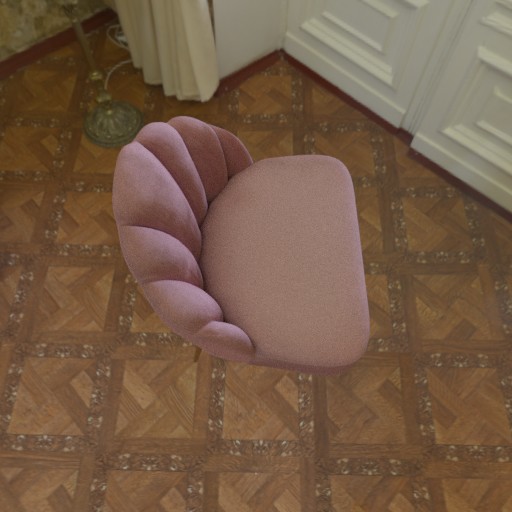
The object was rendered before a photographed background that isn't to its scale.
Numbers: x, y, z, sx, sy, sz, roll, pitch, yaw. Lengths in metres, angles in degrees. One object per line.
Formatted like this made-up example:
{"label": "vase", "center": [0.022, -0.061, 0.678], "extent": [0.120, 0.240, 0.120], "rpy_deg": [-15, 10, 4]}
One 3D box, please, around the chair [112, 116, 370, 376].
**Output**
{"label": "chair", "center": [0.000, 0.000, 1.284], "extent": [0.599, 0.819, 0.657], "rpy_deg": [0, 64, 0]}
